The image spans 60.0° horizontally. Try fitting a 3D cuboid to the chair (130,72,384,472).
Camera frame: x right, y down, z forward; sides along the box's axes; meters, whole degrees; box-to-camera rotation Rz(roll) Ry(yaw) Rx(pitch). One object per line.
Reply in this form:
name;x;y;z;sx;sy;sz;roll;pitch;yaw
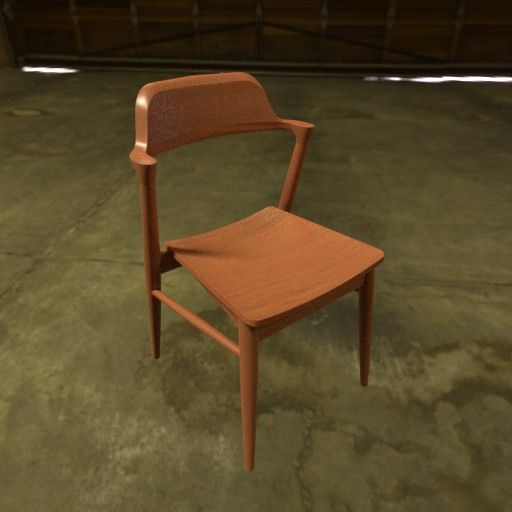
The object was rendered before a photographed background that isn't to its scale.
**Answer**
chair;0.000;0.000;1.128;0.496;0.801;0.499;-22;37;-32
